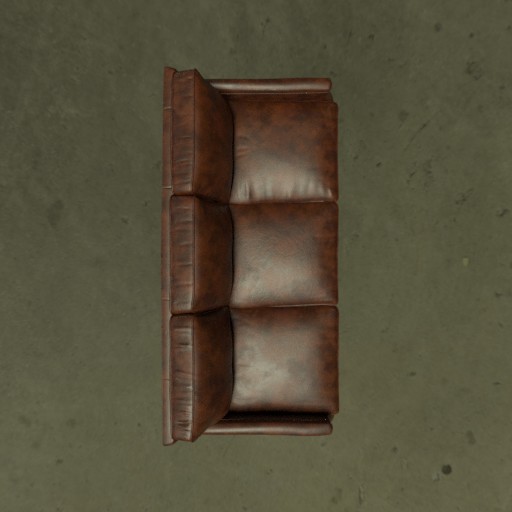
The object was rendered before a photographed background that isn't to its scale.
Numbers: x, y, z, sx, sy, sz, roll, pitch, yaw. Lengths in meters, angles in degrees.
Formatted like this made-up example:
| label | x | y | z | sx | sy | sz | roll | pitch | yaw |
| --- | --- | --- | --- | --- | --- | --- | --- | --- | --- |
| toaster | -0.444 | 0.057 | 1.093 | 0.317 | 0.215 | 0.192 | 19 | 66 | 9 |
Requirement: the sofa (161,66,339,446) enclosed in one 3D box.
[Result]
| label | x | y | z | sx | sy | sz | roll | pitch | yaw |
| --- | --- | --- | --- | --- | --- | --- | --- | --- | --- |
| sofa | 0.000 | 0.000 | 2.867 | 1.084 | 1.003 | 2.240 | 0 | 89 | 0 |
